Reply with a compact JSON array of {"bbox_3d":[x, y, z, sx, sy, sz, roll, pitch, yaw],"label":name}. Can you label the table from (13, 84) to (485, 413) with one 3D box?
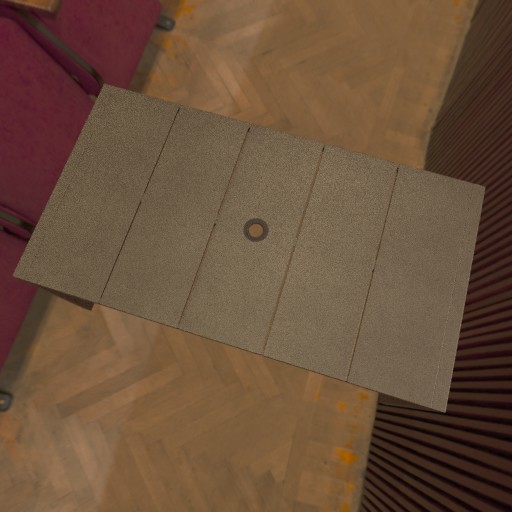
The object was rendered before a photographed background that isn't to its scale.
[{"bbox_3d":[0.000,0.000,2.105,1.680,0.735,0.914,17,74,5],"label":"table"}]
